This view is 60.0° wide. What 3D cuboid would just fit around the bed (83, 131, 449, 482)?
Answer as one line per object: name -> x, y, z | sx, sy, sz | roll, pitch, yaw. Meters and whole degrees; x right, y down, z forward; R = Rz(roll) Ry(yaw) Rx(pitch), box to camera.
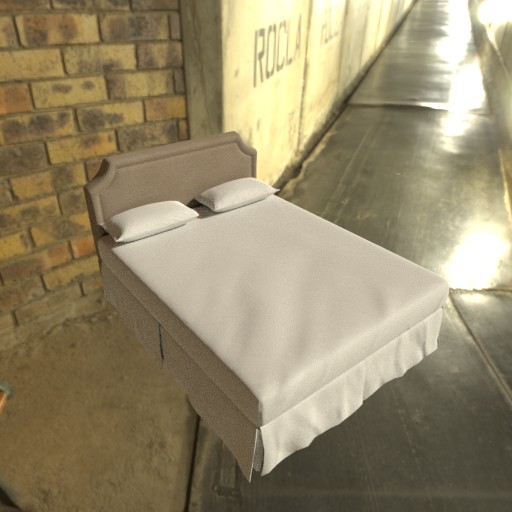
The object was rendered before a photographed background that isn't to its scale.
bed -> 0.000, 0.000, 3.626 | 1.977, 1.293, 2.498 | -22, 37, -32
